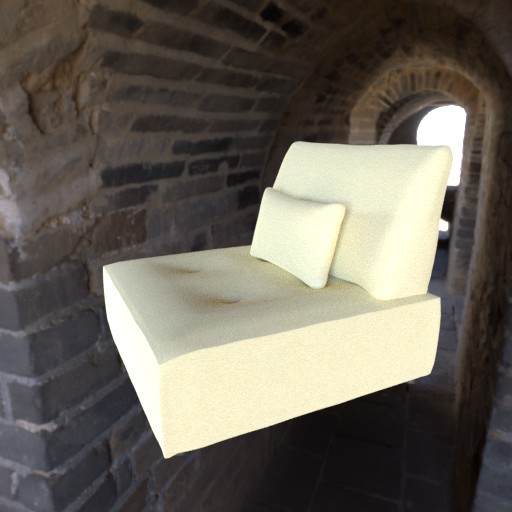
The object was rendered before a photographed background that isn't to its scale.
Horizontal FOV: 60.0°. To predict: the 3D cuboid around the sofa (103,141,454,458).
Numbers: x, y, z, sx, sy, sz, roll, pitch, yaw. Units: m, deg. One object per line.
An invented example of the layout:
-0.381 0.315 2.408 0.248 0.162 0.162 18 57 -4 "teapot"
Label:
0.000 0.000 1.670 1.000 0.820 0.930 -8 17 -26 "sofa"
